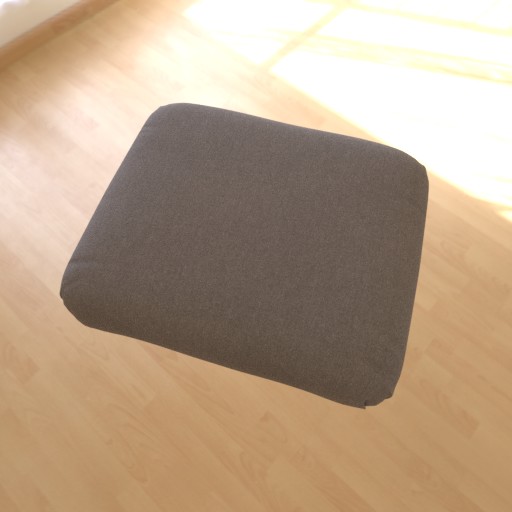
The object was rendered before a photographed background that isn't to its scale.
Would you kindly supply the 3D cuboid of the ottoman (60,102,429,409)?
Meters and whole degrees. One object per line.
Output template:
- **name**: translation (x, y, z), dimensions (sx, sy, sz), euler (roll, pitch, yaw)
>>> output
- **ottoman**: translation (0.000, 0.000, 1.133), dimensions (0.747, 0.450, 0.622), euler (15, 64, 8)
